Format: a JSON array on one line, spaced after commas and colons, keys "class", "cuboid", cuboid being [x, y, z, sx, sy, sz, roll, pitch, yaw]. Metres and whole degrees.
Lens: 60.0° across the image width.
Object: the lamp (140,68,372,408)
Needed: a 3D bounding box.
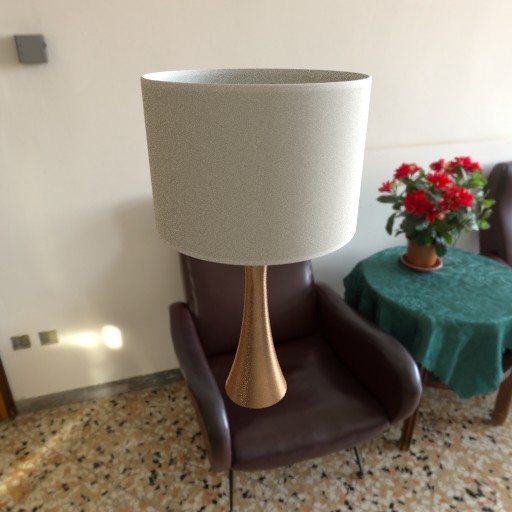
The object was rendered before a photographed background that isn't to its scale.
[{"class": "lamp", "cuboid": [0.000, 0.000, 0.631, 0.268, 0.479, 0.268, 18, 31, 33]}]
